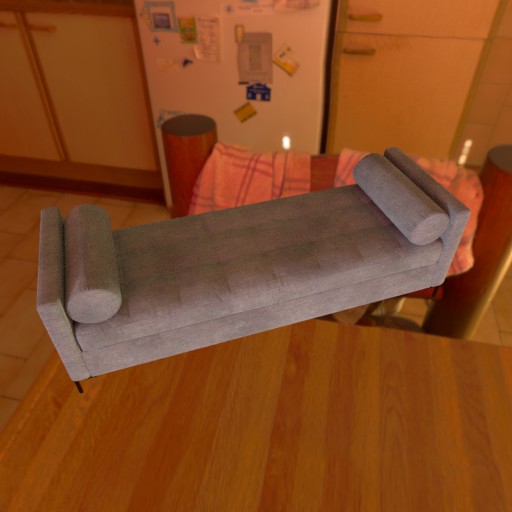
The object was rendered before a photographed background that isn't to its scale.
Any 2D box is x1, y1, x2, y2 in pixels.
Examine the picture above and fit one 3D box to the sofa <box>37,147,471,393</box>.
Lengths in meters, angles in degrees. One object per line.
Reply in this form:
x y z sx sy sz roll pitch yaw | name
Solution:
0.000 0.000 2.343 1.981 0.635 0.686 -13 43 -14 | sofa
